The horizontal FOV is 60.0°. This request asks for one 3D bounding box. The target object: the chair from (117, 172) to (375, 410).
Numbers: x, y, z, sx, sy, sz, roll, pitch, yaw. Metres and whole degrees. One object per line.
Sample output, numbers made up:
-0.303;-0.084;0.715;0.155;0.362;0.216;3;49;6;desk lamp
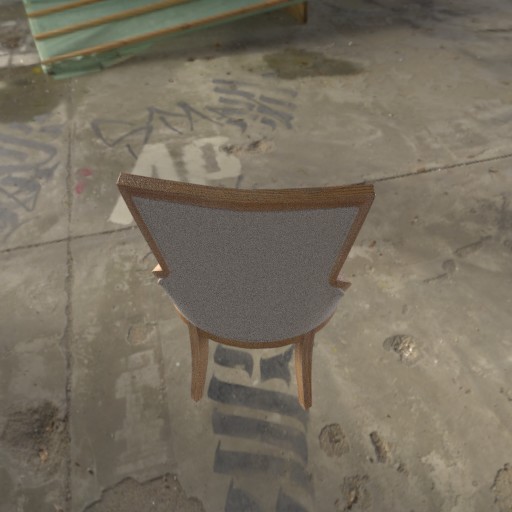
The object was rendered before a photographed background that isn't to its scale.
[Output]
0.000;0.000;1.312;0.524;0.947;0.641;3;46;3;chair
